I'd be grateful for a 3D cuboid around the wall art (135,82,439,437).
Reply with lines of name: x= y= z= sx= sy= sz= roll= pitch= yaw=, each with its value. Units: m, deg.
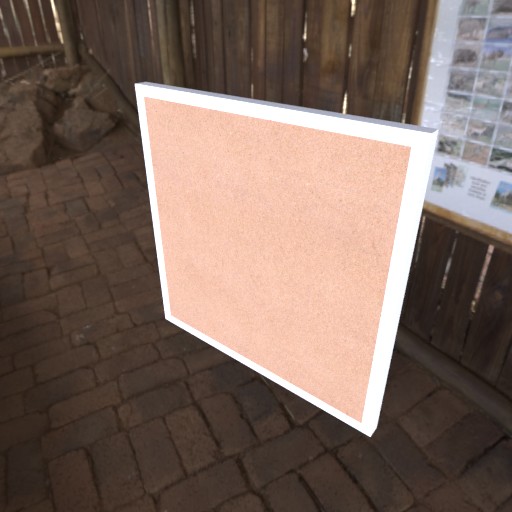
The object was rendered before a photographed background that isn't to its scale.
wall art: x=0.000 y=0.000 z=1.134 sx=0.760 sy=0.760 sz=0.036 roll=22 pitch=37 yaw=32
